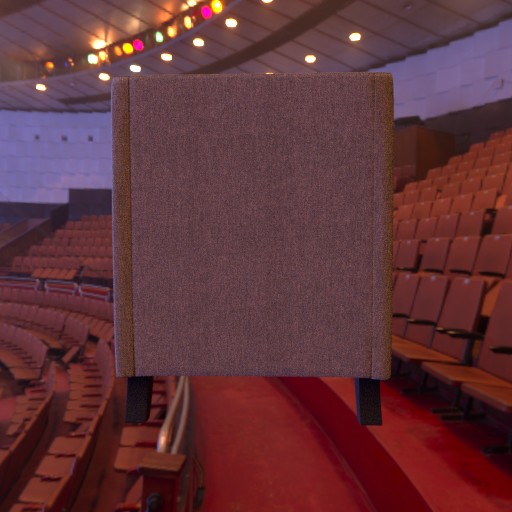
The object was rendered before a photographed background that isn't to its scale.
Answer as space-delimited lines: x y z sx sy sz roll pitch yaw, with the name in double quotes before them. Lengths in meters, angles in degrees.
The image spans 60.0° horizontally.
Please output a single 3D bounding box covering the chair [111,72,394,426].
"chair" 0.000 0.000 1.596 0.776 0.967 0.884 0 -1 2
